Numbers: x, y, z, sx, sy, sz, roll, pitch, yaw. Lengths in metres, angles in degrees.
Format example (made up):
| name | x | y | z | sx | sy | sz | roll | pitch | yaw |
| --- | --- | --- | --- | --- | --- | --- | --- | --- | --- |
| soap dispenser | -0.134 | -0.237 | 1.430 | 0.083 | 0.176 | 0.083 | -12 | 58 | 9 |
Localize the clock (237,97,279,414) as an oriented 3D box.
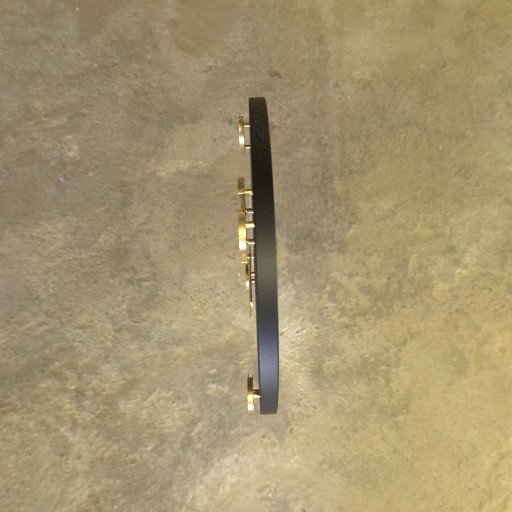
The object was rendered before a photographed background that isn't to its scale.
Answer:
| name | x | y | z | sx | sy | sz | roll | pitch | yaw |
| --- | --- | --- | --- | --- | --- | --- | --- | --- | --- |
| clock | 0.000 | 0.000 | 0.673 | 0.038 | 0.454 | 0.454 | -2 | 76 | -1 |
